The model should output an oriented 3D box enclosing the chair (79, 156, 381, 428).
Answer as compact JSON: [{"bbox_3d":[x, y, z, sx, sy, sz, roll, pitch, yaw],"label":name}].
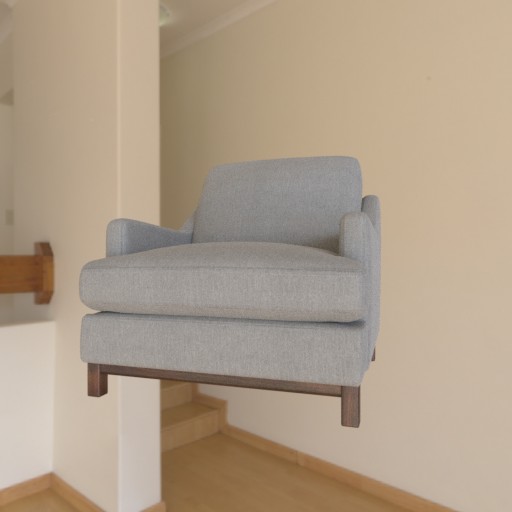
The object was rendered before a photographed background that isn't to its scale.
[{"bbox_3d":[0.000,0.000,1.560,0.826,0.821,0.892,0,0,18],"label":"chair"}]
